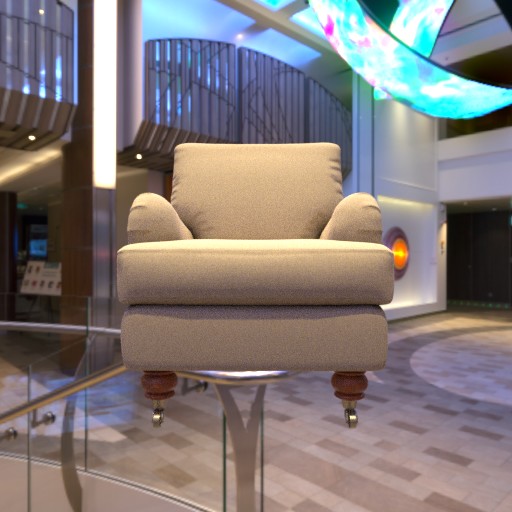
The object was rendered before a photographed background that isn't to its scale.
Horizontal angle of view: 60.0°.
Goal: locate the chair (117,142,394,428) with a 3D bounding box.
[{"bbox_3d":[0.000,0.000,1.864,0.895,1.076,1.078,0,0,1],"label":"chair"}]
